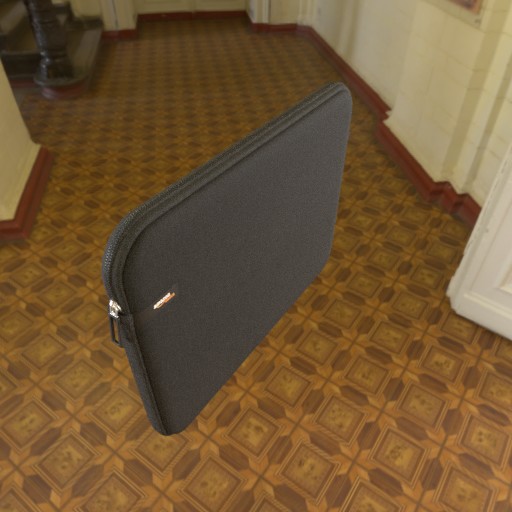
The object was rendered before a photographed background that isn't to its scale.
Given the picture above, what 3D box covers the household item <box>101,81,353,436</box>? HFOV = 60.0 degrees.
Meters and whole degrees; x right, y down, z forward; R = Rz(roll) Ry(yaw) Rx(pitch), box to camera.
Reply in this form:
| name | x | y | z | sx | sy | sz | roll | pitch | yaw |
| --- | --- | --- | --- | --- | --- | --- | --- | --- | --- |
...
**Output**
| name | x | y | z | sx | sy | sz | roll | pitch | yaw |
| --- | --- | --- | --- | --- | --- | --- | --- | --- | --- |
| household item | 0.000 | 0.000 | 0.514 | 0.030 | 0.305 | 0.396 | 25 | 48 | 25 |
